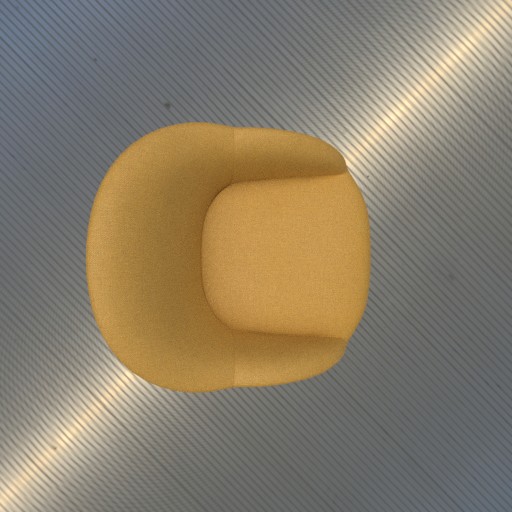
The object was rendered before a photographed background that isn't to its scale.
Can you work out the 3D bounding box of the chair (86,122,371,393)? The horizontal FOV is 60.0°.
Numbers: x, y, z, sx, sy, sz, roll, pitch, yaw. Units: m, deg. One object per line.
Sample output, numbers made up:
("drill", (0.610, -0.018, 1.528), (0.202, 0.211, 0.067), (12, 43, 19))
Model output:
("chair", (0.000, 0.000, 1.157), (0.583, 0.793, 0.551), (0, 91, 1))
